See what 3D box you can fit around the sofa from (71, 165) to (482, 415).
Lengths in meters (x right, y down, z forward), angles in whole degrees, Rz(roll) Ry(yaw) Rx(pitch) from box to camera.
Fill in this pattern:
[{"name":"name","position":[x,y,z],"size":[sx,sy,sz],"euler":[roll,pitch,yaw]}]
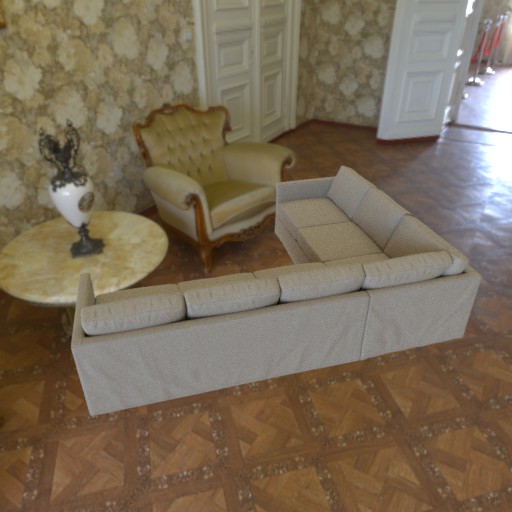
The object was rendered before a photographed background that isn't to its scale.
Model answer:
[{"name":"sofa","position":[0.000,0.000,4.360],"size":[3.182,0.871,2.432],"euler":[-8,32,-13]}]
